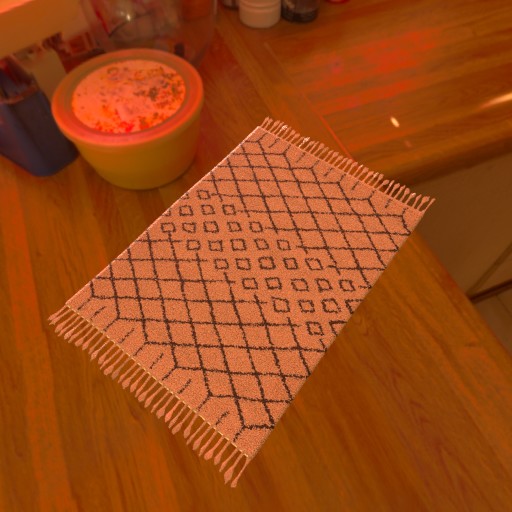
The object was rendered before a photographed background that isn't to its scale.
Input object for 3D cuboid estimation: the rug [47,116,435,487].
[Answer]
[{"bbox_3d":[0.000,0.000,3.281,1.664,0.029,2.615,33,64,19],"label":"rug"}]
